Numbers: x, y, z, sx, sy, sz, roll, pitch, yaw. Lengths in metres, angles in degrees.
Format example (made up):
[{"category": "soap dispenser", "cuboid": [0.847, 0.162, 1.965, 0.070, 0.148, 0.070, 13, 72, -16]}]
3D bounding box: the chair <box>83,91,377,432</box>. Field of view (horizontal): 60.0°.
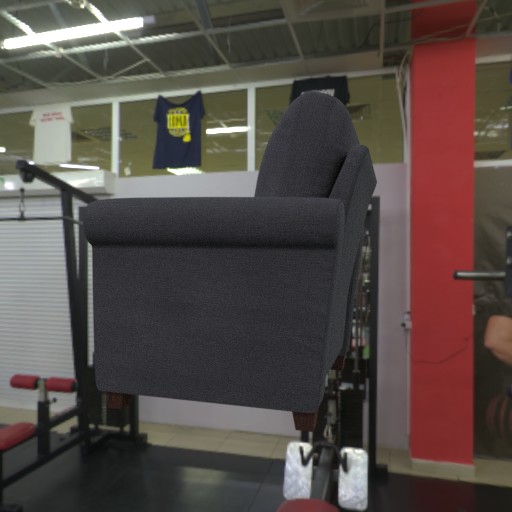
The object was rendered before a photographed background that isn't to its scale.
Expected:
[{"category": "chair", "cuboid": [0.000, 0.000, 1.610, 0.828, 0.942, 0.867, 0, 0, 18]}]
